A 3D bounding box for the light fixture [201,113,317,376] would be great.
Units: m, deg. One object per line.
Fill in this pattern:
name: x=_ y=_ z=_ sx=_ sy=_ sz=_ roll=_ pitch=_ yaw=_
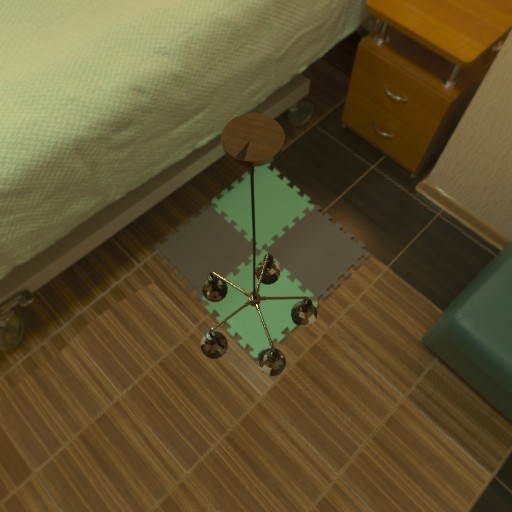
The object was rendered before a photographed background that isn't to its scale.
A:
light fixture: x=0.000 y=0.000 z=1.218 sx=0.438 sy=0.988 sz=0.421 roll=15 pitch=64 yaw=7
